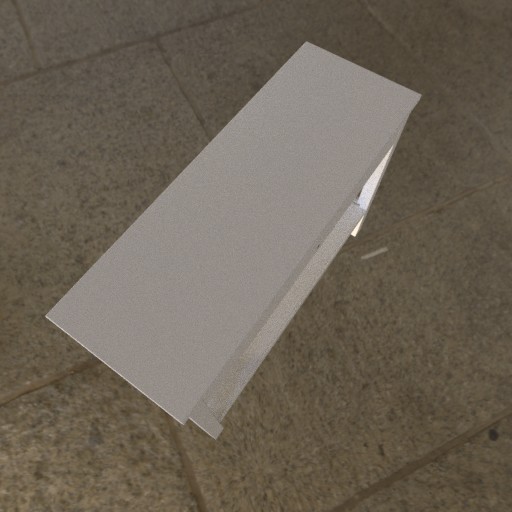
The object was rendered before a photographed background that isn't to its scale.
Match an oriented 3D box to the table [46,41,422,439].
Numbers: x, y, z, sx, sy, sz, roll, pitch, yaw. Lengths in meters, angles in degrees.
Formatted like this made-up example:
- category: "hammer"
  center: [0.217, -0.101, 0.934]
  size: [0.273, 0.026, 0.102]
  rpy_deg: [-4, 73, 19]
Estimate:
- category: "table"
  center: [0.000, 0.000, 1.449]
  size: [0.397, 0.753, 1.068]
  rpy_deg: [32, 68, 15]
